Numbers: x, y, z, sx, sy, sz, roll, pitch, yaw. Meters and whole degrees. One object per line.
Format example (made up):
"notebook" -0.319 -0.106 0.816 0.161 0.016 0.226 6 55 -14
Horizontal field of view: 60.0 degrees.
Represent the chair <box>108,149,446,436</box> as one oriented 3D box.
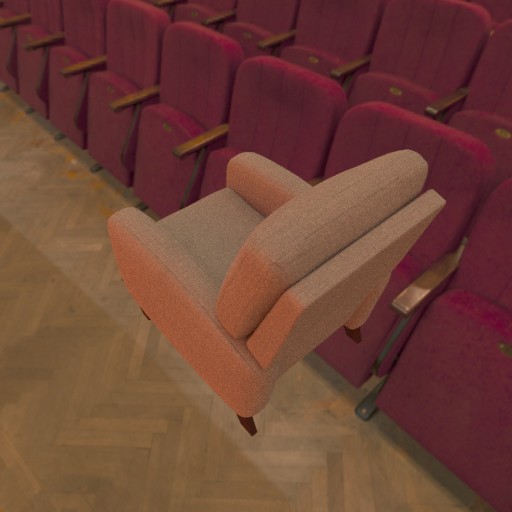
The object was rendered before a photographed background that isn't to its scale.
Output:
"chair" 0.000 0.000 1.671 0.762 0.990 0.990 -32 53 -28
